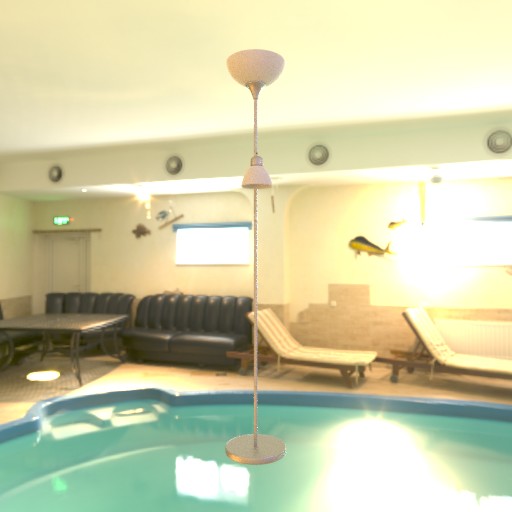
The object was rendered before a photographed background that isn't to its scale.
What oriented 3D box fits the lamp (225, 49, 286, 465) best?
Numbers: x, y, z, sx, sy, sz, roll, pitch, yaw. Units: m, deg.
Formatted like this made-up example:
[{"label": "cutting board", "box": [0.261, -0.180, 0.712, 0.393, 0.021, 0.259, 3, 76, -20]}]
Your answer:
[{"label": "lamp", "box": [0.000, 0.000, 1.979, 0.279, 1.804, 0.425, 0, -1, -1]}]
